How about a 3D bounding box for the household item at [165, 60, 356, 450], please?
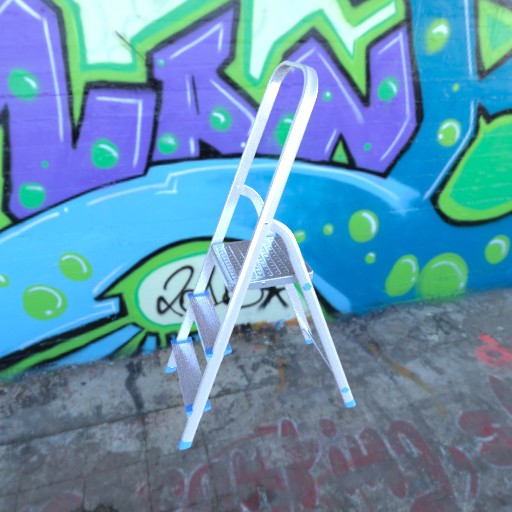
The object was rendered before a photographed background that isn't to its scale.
[{"bbox_3d":[0.000,0.000,1.519,0.687,1.215,0.420,-8,30,-15],"label":"household item"}]
